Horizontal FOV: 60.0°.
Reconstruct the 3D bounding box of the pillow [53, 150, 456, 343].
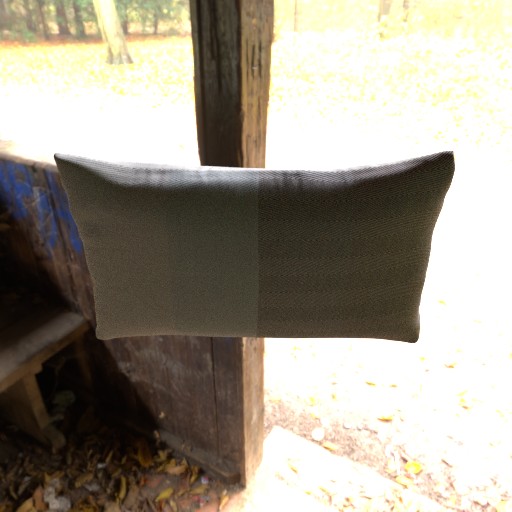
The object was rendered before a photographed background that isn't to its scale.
[{"bbox_3d":[0.000,0.000,0.623,0.506,0.305,0.139,1,30,1],"label":"pillow"}]
